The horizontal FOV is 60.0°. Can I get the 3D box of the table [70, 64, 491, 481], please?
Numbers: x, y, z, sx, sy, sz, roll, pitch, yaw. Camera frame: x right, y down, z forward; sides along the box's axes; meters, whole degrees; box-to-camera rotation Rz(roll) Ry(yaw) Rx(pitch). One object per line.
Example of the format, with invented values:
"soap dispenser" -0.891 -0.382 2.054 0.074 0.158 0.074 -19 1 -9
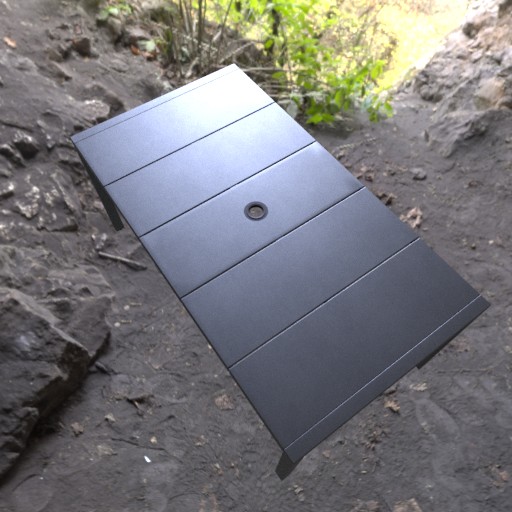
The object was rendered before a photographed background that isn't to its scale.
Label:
"table" 0.000 0.000 2.141 0.914 0.735 1.680 -31 64 -17
